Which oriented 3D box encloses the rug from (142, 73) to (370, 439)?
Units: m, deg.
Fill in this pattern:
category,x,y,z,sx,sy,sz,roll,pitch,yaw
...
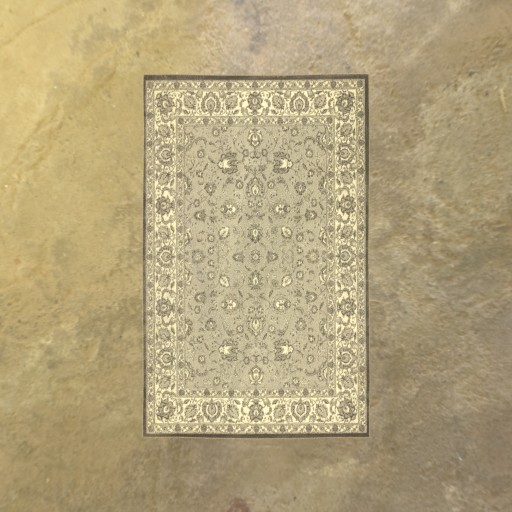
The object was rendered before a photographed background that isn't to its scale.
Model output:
category,x,y,z,sx,sy,sz,roll,pitch,yaw
rug,0.000,0.000,2.962,1.524,0.011,2.438,0,90,0
